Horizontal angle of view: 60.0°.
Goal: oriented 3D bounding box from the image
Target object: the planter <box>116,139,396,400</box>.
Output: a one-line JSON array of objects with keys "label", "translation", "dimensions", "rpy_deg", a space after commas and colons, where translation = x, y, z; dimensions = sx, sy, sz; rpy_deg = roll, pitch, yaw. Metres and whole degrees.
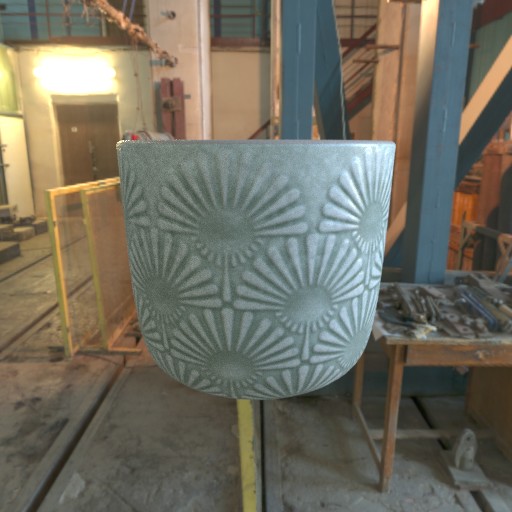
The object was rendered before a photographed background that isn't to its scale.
[{"label": "planter", "translation": [0.000, 0.000, 0.218], "dimensions": [0.124, 0.109, 0.124], "rpy_deg": [0, 14, 0]}]
